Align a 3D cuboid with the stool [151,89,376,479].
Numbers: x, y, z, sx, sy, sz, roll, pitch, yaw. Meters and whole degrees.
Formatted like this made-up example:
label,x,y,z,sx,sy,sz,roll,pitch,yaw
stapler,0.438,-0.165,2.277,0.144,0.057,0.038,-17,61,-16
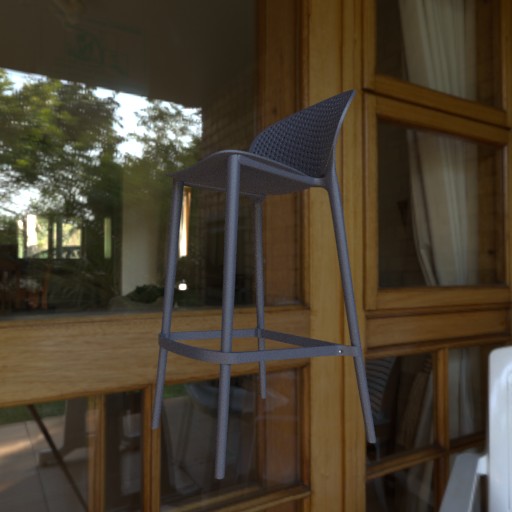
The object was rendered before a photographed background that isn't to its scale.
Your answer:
label,x,y,z,sx,sy,sz,roll,pitch,yaw
stool,0.000,0.000,1.336,0.535,1.045,0.536,1,-2,-35
